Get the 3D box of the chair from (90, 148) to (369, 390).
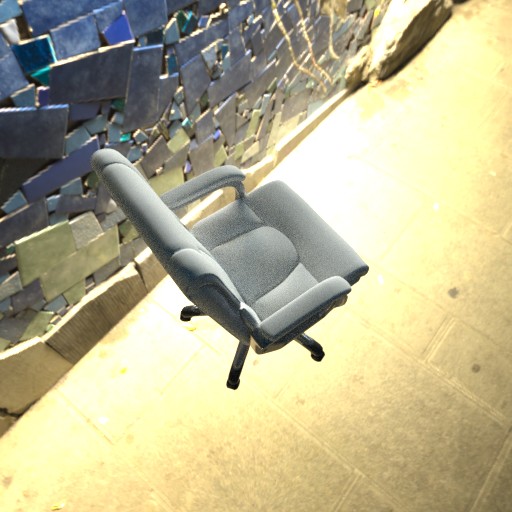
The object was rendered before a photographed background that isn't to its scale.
[{"bbox_3d":[0.000,0.000,1.598,0.738,1.120,0.687,-32,64,-18],"label":"chair"}]
